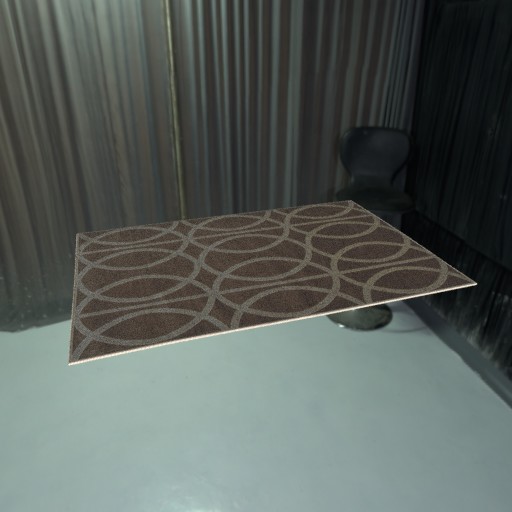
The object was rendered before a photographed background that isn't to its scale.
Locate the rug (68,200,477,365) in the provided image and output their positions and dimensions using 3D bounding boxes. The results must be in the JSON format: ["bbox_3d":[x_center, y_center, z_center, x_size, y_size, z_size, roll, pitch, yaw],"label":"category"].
[{"bbox_3d":[0.000,0.000,2.958,2.290,0.014,1.526,-9,28,-16],"label":"rug"}]
